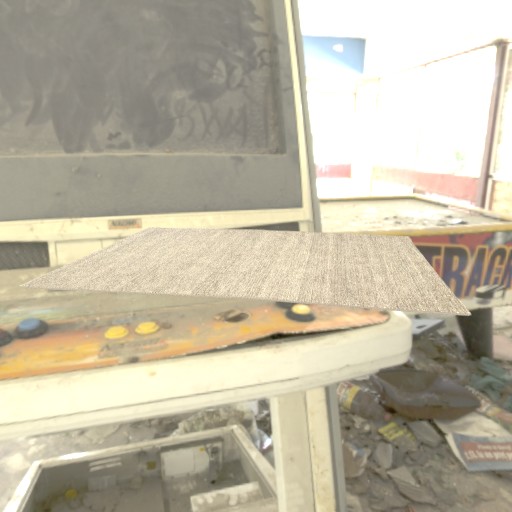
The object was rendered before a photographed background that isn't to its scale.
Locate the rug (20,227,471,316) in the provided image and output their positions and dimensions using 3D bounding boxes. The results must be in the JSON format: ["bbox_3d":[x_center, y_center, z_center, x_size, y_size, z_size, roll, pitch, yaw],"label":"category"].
[{"bbox_3d":[0.000,0.000,4.229,3.202,0.045,2.434,3,15,10],"label":"rug"}]
